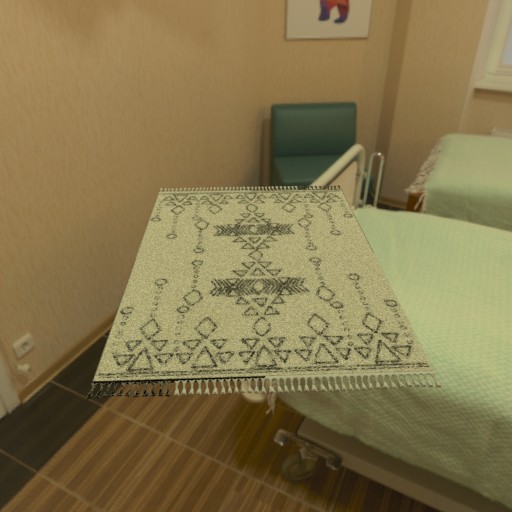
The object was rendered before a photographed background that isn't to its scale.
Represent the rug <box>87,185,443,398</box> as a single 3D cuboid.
[{"bbox_3d":[0.000,0.000,2.964,1.600,0.013,2.312,-1,32,-2],"label":"rug"}]
